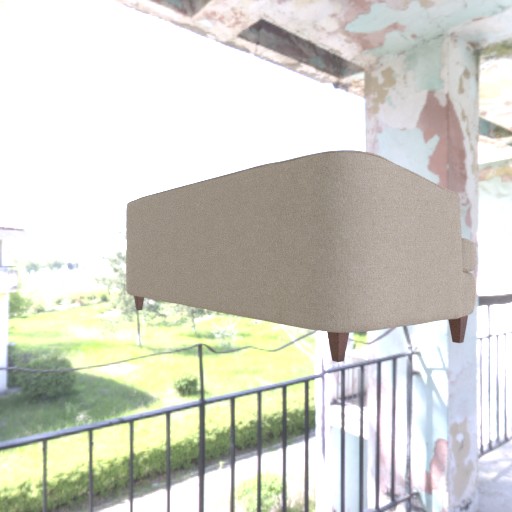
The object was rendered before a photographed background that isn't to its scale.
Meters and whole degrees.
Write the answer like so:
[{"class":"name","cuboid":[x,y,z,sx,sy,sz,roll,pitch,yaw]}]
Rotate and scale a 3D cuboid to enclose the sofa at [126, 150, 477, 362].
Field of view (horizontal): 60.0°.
[{"class":"sofa","cuboid":[0.000,0.000,2.646,0.913,0.788,2.235,0,0,-37]}]
